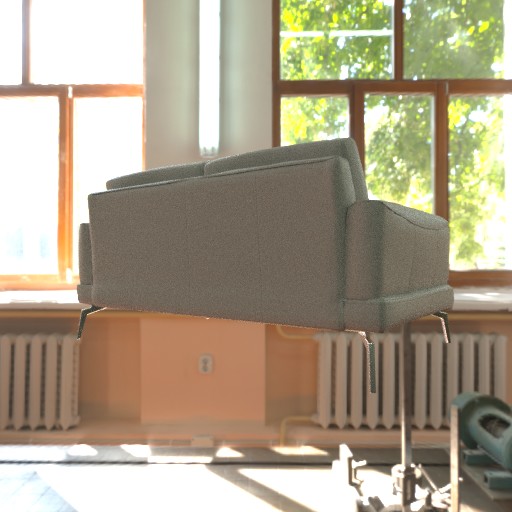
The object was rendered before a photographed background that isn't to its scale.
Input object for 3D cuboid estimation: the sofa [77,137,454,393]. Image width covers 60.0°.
[{"bbox_3d":[0.000,0.000,2.418,1.819,0.930,1.121,0,-1,36],"label":"sofa"}]
